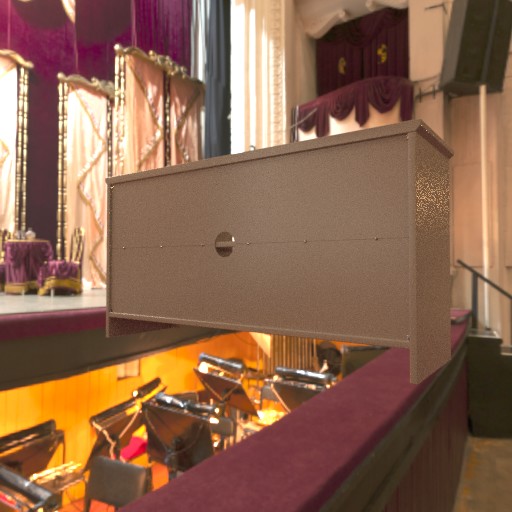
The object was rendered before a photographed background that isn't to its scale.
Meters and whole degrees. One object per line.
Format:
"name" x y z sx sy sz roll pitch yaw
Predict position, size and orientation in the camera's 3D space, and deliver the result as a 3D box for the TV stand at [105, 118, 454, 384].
"TV stand" 0.000 0.000 1.479 1.167 0.603 0.344 -1 -2 36
